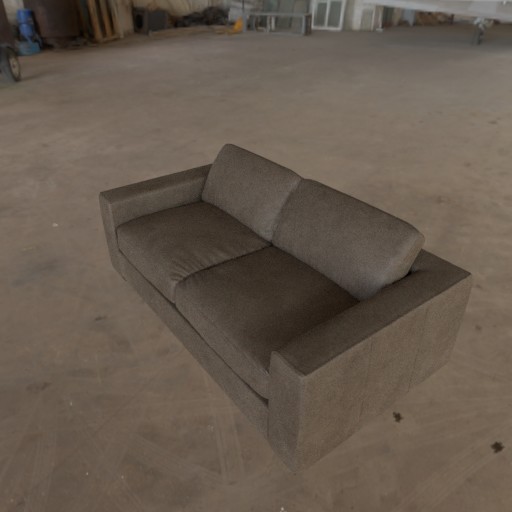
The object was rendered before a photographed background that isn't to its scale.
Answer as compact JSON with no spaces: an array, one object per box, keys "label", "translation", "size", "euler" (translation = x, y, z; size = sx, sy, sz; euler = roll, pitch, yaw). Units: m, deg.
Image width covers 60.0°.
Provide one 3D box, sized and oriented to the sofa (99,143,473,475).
[{"label":"sofa","translation":[0.000,0.000,2.459],"size":[1.070,0.800,1.920],"euler":[-22,38,-31]}]
